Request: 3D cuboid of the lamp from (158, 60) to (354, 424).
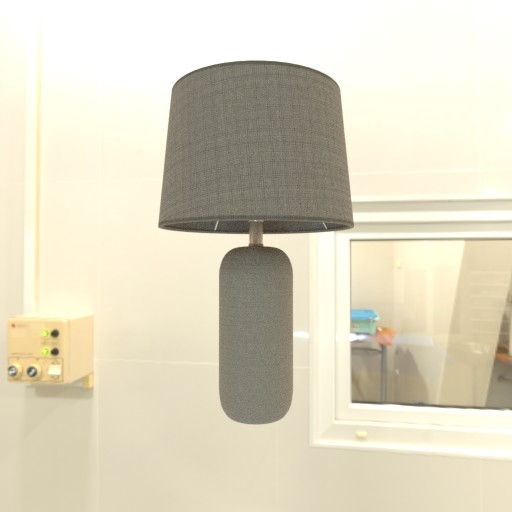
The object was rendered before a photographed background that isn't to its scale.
[{"bbox_3d":[0.000,0.000,0.849,0.367,0.609,0.367,0,-1,0],"label":"lamp"}]
